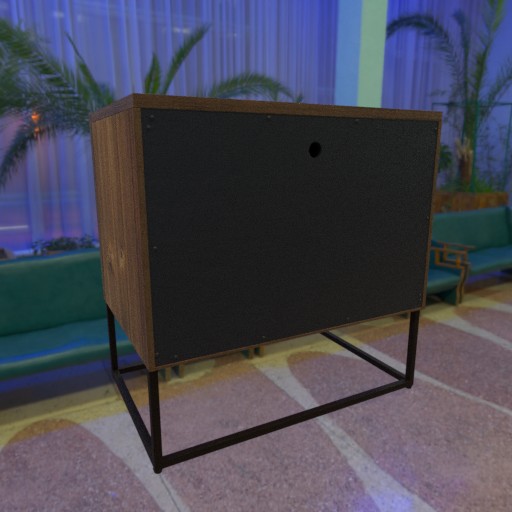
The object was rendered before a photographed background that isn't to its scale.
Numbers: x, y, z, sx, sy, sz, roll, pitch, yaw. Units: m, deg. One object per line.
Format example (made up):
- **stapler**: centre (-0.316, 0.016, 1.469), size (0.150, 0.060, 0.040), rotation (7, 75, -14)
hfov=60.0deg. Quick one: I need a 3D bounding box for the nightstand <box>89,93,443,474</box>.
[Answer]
- **nightstand**: centre (0.000, 0.000, 0.993), size (0.610, 0.610, 0.437), rotation (-7, 15, -27)
